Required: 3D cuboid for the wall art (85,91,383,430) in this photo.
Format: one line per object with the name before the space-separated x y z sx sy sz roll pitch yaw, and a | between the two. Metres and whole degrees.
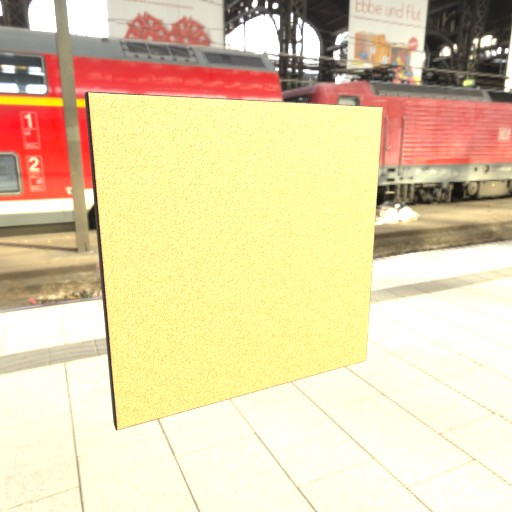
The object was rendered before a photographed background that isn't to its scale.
wall art | 0.000 0.000 0.682 0.456 0.453 0.022 -7 16 -27
